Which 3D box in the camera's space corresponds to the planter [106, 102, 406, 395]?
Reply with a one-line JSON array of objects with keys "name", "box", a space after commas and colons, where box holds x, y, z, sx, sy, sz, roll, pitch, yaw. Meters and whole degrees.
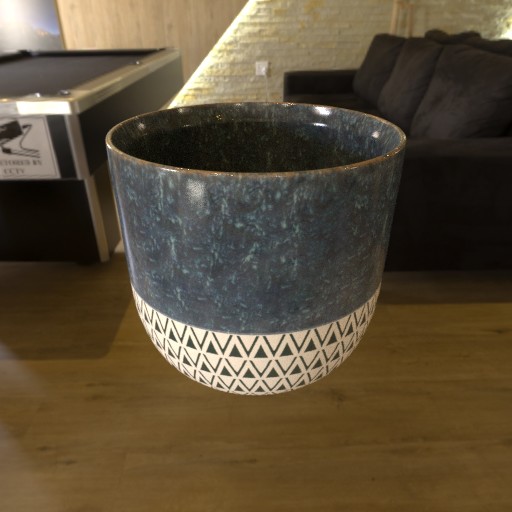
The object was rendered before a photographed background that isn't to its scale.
[{"name": "planter", "box": [0.000, 0.000, 0.472, 0.266, 0.270, 0.266, 0, 29, 0]}]
